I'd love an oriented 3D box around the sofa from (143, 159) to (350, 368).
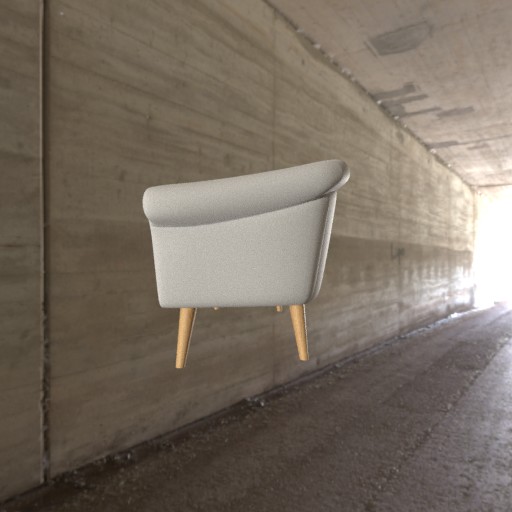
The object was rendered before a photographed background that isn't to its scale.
[{"bbox_3d":[0.000,0.000,2.550,0.827,0.795,2.160,0,0,-1],"label":"sofa"}]
